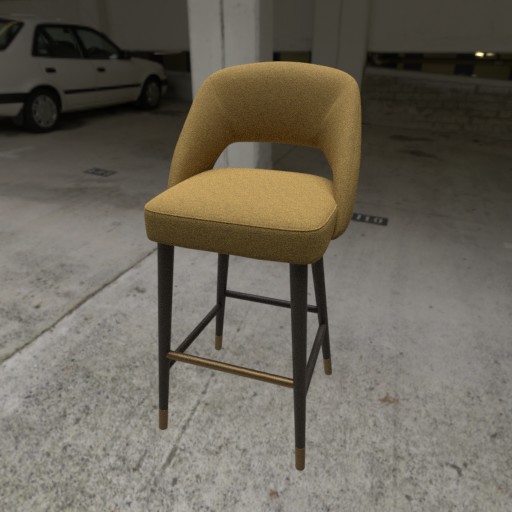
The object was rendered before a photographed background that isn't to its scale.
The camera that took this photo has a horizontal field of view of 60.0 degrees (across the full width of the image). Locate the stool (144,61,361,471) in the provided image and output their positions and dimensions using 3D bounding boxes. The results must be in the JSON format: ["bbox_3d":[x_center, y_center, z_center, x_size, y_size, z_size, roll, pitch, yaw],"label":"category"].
[{"bbox_3d":[0.000,0.000,1.305,0.536,1.032,0.522,9,27,17],"label":"stool"}]
